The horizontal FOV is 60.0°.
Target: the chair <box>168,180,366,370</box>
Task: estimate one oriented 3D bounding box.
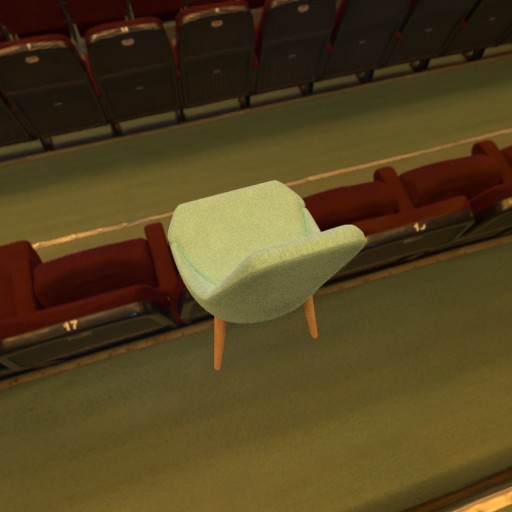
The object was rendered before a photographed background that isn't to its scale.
[{"bbox_3d":[0.000,0.000,1.425,0.510,1.040,0.660,-16,60,-10],"label":"chair"}]
